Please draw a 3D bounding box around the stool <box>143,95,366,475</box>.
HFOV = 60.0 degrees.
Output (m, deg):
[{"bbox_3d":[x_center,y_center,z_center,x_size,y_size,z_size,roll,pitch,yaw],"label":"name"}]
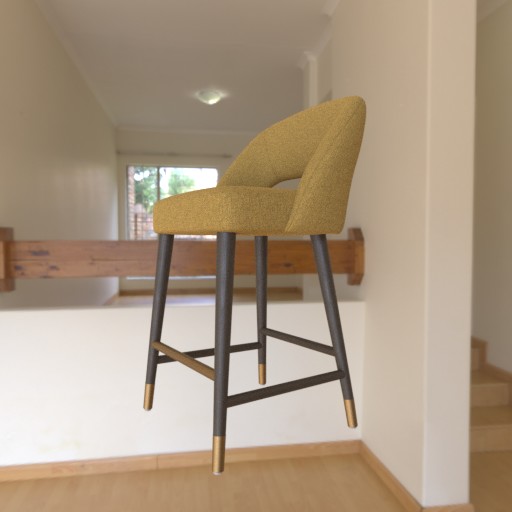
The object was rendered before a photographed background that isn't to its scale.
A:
[{"bbox_3d":[0.000,0.000,1.281,0.522,0.939,0.536,-1,3,-34],"label":"stool"}]
